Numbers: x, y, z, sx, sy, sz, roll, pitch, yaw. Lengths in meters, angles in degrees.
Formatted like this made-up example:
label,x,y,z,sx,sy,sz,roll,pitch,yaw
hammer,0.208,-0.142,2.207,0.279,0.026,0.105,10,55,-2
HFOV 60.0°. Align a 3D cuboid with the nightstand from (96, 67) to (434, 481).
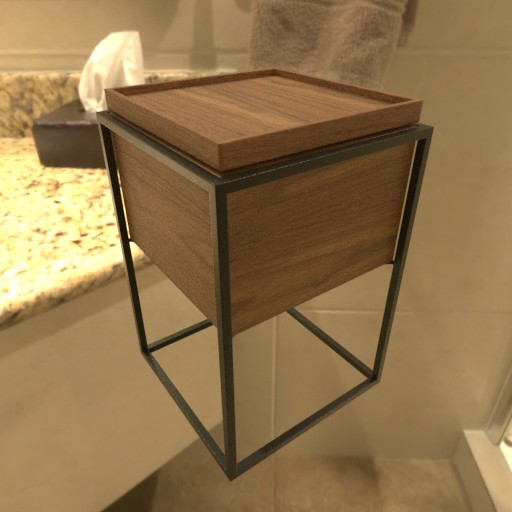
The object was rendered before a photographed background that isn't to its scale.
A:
label,x,y,z,sx,sy,sz,roll,pitch,yaw
nightstand,0.000,0.000,0.866,0.397,0.607,0.397,-21,37,-30
